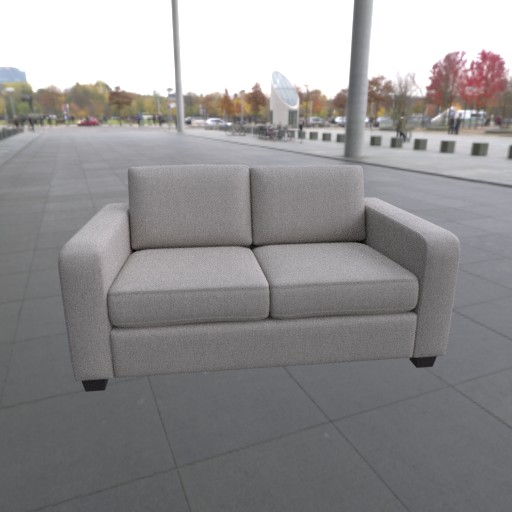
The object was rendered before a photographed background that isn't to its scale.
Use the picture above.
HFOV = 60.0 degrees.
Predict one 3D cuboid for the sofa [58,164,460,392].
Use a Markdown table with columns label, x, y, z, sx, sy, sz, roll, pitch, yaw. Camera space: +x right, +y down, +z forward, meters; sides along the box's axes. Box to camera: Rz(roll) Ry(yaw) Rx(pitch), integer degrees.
| label | x | y | z | sx | sy | sz | roll | pitch | yaw |
| --- | --- | --- | --- | --- | --- | --- | --- | --- | --- |
| sofa | 0.000 | 0.000 | 2.101 | 1.540 | 0.800 | 0.900 | -2 | 18 | -7 |
